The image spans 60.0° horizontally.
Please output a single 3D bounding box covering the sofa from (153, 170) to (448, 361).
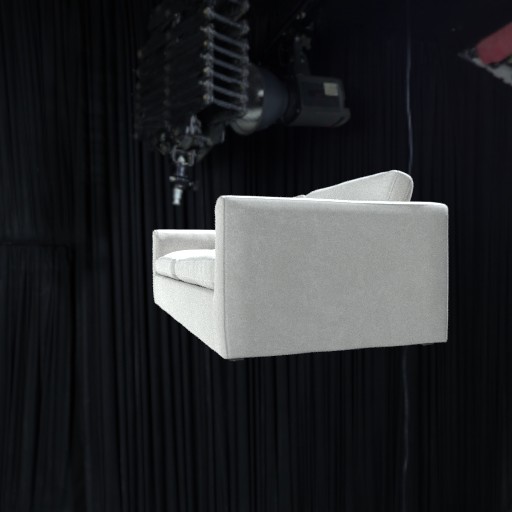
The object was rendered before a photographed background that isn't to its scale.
[{"bbox_3d":[0.000,0.000,2.886,1.090,0.838,2.588,0,0,-19],"label":"sofa"}]
